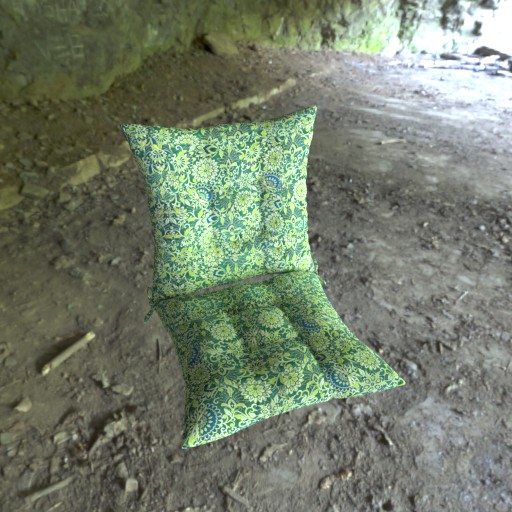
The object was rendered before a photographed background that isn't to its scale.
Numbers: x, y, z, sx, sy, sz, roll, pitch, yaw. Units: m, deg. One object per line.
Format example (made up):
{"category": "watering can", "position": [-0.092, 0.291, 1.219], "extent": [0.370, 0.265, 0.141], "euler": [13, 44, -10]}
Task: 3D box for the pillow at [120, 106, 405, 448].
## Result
{"category": "pillow", "position": [0.000, 0.000, 1.035], "extent": [0.541, 0.536, 0.585], "euler": [-10, 33, -16]}
